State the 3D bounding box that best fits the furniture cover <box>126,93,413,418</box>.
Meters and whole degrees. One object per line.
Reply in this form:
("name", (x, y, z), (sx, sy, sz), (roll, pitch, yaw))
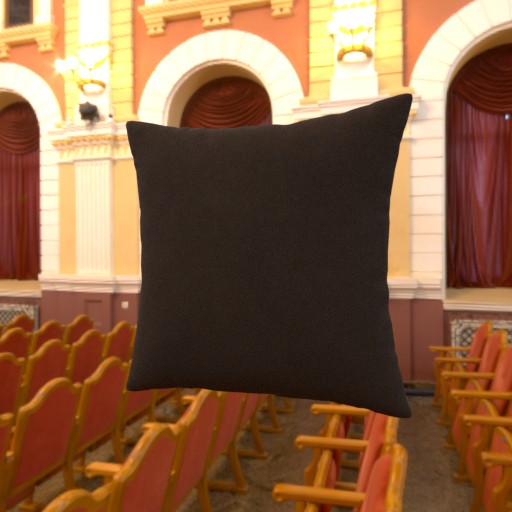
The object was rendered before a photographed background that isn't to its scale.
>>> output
("furniture cover", (0.000, 0.000, 0.765), (0.511, 0.509, 0.161), (0, 0, 17))
